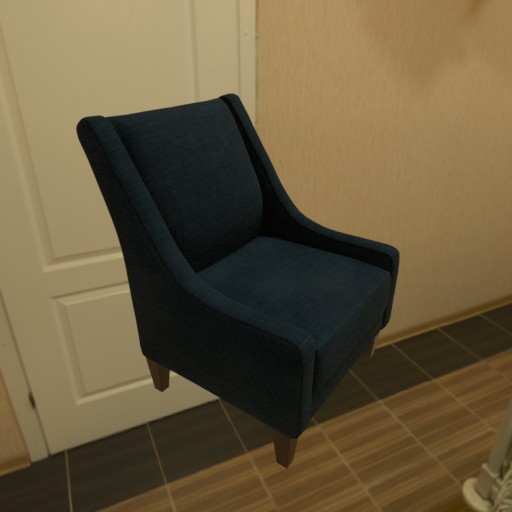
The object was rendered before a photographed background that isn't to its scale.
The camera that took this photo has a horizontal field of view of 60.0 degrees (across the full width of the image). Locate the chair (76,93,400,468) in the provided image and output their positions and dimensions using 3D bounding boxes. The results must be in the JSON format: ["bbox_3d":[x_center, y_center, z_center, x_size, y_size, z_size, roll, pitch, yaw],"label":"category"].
[{"bbox_3d":[0.000,0.000,1.636,0.870,1.014,0.774,18,32,32],"label":"chair"}]
